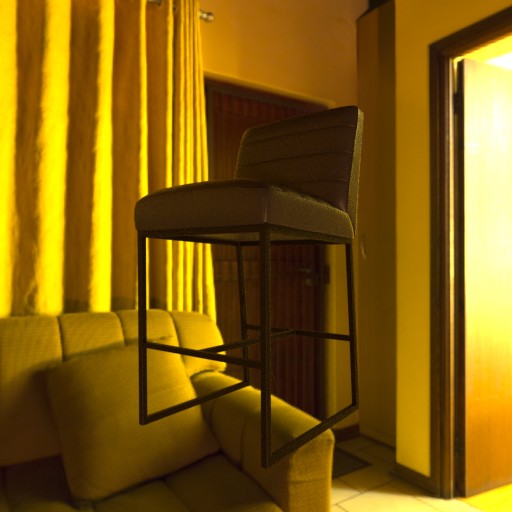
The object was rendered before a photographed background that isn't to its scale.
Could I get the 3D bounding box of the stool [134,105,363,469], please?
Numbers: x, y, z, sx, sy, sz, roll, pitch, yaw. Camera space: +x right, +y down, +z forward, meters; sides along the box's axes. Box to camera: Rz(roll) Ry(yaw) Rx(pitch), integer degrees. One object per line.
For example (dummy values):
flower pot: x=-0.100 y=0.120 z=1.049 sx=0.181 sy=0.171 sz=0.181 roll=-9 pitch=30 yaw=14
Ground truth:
stool: x=0.000 y=0.000 z=1.304 sx=0.457 sy=0.938 sz=0.552 roll=0 pitch=0 yaw=37
